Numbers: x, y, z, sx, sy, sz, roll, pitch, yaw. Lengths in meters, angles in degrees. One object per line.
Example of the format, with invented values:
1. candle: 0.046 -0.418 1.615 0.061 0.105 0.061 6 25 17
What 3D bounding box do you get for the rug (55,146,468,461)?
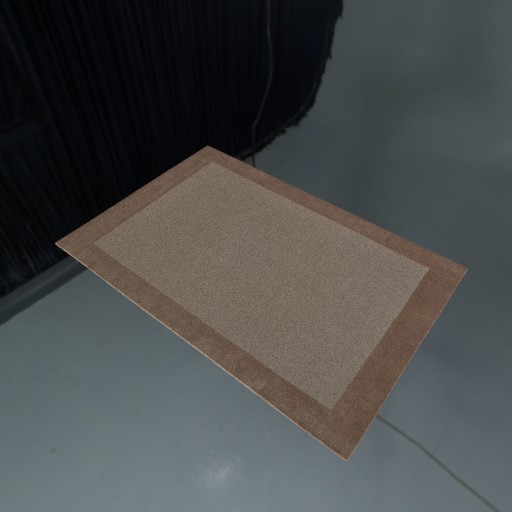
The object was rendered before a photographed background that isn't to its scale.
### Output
1. rug: 0.000 0.000 2.354 1.829 0.014 1.219 30 54 25
